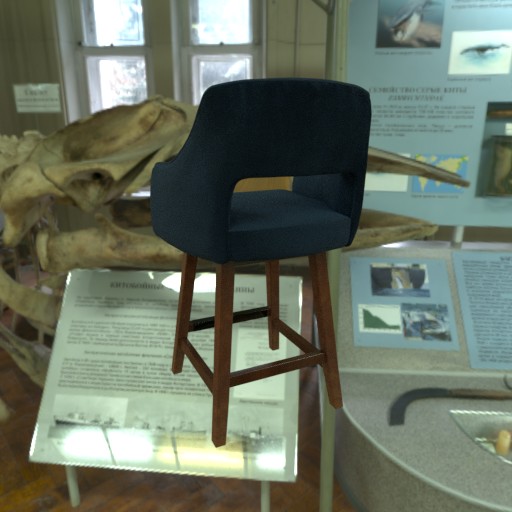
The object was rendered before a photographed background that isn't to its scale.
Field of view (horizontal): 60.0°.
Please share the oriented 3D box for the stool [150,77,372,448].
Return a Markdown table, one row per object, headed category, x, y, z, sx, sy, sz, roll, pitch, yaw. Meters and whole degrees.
| category | x | y | z | sx | sy | sz | roll | pitch | yaw |
| --- | --- | --- | --- | --- | --- | --- | --- | --- | --- |
| stool | 0.000 | 0.000 | 1.319 | 0.550 | 0.940 | 0.560 | -8 | 18 | -25 |
